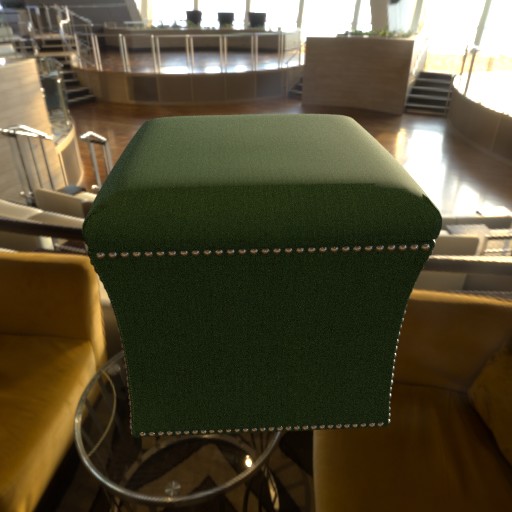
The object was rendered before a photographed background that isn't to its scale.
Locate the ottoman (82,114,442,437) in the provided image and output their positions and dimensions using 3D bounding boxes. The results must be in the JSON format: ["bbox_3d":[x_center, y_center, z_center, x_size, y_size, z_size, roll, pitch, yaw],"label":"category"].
[{"bbox_3d":[0.000,0.000,0.883,0.497,0.475,0.507,-1,31,-2],"label":"ottoman"}]
